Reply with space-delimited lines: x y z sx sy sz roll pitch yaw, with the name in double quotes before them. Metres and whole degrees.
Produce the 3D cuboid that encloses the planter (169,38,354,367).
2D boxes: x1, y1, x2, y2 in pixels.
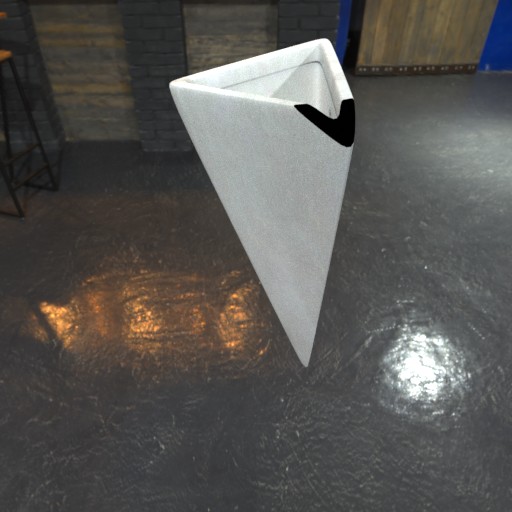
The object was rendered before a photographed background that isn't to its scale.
"planter" 0.000 0.000 0.158 0.047 0.130 0.058 1 40 1
